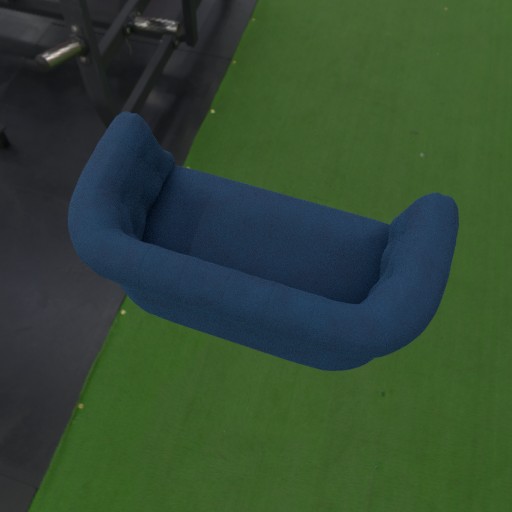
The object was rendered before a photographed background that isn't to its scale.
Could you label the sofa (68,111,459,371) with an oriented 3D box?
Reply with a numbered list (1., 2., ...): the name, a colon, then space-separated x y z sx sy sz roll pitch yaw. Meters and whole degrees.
1. sofa: 0.000 0.000 2.081 1.558 0.827 0.835 17 65 8
